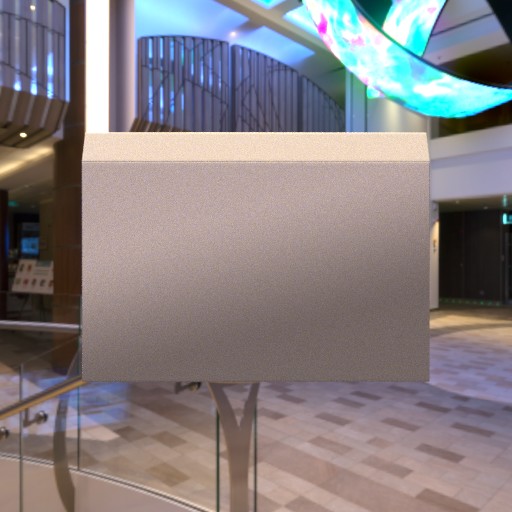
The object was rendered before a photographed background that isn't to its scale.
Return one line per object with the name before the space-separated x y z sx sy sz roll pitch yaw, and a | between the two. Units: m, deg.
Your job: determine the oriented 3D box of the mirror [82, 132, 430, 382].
mirror | 0.000 0.000 1.123 0.870 0.630 0.030 0 0 0
